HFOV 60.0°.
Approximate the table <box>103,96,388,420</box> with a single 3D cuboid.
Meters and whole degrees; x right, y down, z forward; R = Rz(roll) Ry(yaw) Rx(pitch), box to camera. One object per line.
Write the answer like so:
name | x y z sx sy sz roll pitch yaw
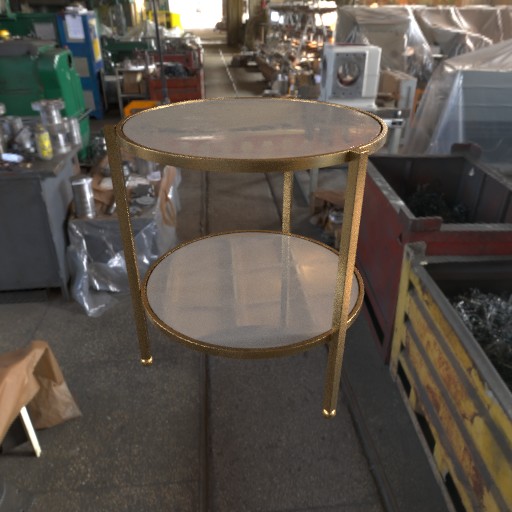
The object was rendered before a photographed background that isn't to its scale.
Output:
table | 0.000 0.000 0.453 0.231 0.269 0.243 -22 36 -33
